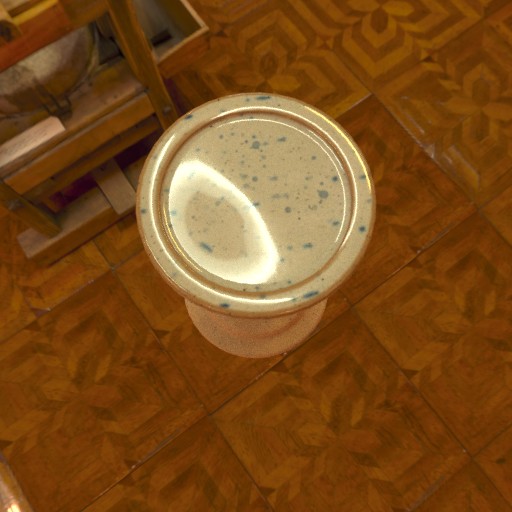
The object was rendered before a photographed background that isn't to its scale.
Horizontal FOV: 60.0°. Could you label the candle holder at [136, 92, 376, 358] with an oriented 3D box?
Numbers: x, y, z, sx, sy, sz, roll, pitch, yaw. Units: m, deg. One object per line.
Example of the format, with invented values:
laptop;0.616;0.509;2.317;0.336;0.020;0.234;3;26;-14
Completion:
candle holder;0.000;0.000;0.286;0.123;0.202;0.123;0;75;0
